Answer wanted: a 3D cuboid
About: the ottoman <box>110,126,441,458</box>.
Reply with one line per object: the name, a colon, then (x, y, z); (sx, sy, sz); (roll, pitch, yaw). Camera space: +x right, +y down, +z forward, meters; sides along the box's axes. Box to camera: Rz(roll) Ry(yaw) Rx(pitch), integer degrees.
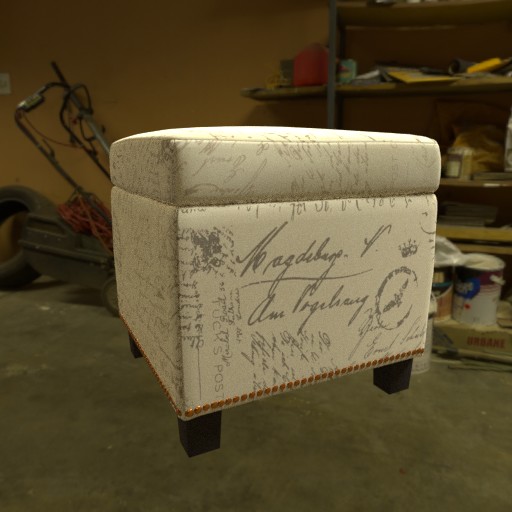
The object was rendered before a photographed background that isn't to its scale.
ottoman: (0.000, 0.000, 0.829); (0.450, 0.457, 0.449); (-6, 14, -26)
